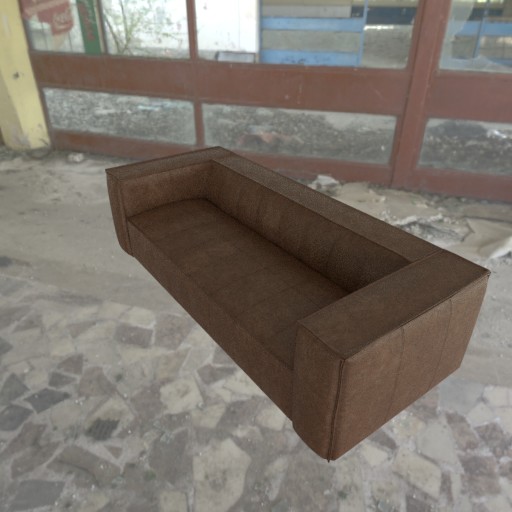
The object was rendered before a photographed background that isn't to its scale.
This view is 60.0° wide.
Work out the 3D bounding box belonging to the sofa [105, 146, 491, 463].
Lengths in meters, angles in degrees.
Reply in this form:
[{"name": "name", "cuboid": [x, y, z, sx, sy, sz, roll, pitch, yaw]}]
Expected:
[{"name": "sofa", "cuboid": [0.000, 0.000, 2.958, 1.102, 0.701, 2.581, -21, 37, -30]}]
